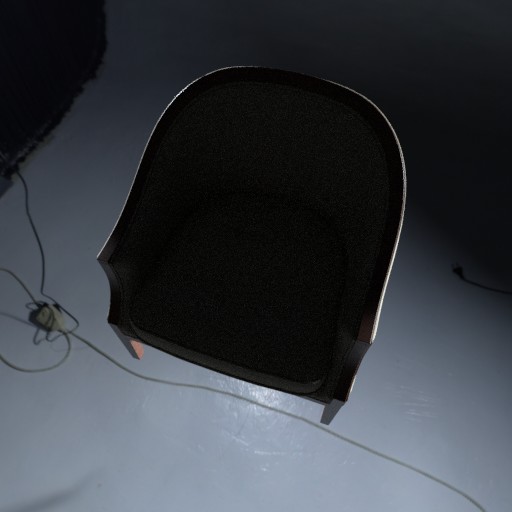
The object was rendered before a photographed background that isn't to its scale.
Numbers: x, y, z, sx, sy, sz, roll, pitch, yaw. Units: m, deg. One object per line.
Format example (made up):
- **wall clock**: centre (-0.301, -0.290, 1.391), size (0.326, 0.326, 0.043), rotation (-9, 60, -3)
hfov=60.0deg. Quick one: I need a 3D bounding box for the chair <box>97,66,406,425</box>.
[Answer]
- **chair**: centre (0.000, 0.000, 1.436), size (0.803, 0.876, 0.735), rotation (16, 60, 10)
